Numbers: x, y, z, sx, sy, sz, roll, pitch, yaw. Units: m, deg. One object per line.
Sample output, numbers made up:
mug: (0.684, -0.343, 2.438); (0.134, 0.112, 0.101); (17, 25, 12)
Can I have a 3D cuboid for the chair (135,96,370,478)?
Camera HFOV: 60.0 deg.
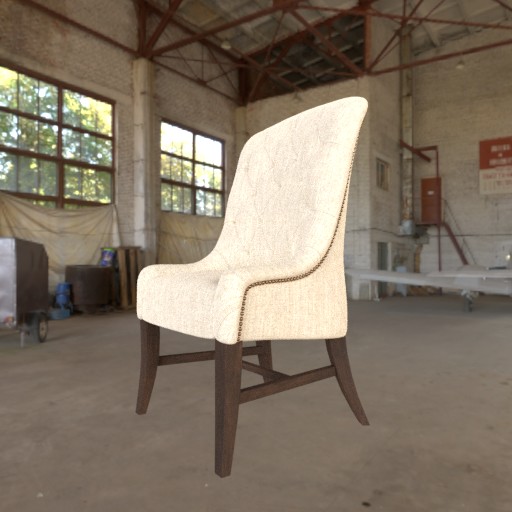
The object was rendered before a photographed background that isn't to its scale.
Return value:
chair: (0.000, 0.000, 1.497); (0.629, 1.091, 0.634); (0, -1, -36)
